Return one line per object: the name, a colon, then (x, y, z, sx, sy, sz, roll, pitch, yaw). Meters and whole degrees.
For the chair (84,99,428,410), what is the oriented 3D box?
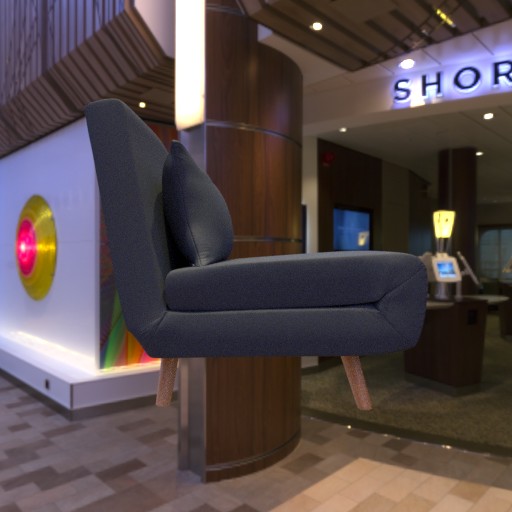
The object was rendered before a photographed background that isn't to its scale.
chair: (0.000, 0.000, 1.494, 0.900, 0.808, 0.770, 0, 0, -1)
